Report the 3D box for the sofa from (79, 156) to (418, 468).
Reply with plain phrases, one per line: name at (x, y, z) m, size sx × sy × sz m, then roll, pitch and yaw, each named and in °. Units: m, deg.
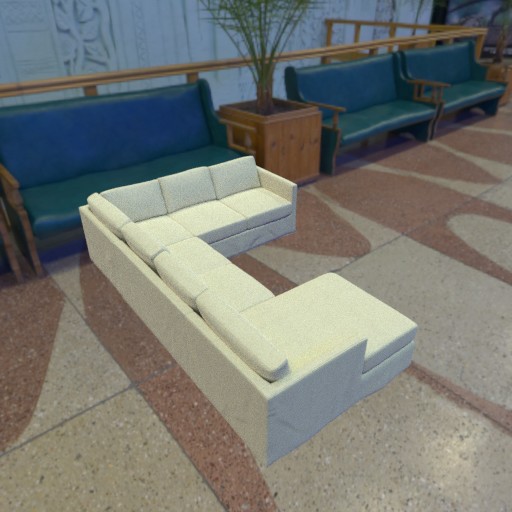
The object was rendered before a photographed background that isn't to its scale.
sofa at (0.000, 0.000, 4.574) m, size 2.448 × 0.882 × 3.464 m, roll -22°, pitch 38°, yaw -32°
